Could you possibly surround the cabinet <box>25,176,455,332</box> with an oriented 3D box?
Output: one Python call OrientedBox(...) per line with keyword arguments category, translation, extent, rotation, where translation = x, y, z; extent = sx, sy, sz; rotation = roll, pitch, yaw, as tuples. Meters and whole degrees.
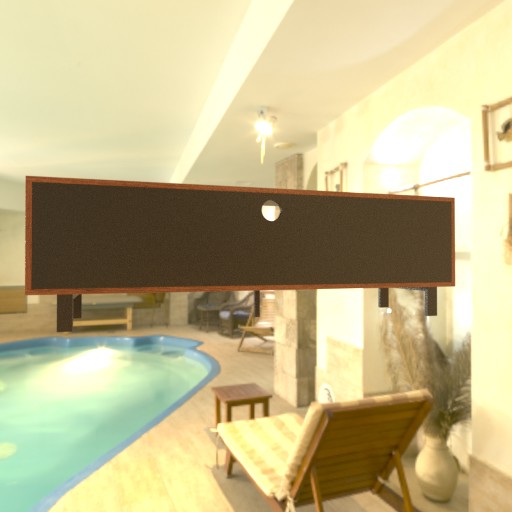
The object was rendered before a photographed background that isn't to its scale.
OrientedBox(category="cabinet", translation=(0.000, 0.000, 1.835), extent=(1.650, 0.500, 0.400), rotation=(0, -1, -17))
